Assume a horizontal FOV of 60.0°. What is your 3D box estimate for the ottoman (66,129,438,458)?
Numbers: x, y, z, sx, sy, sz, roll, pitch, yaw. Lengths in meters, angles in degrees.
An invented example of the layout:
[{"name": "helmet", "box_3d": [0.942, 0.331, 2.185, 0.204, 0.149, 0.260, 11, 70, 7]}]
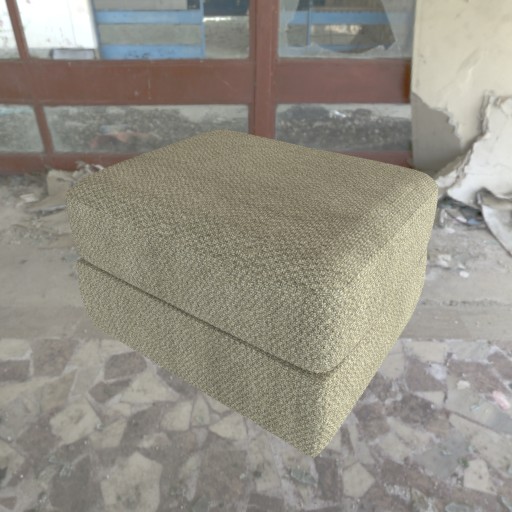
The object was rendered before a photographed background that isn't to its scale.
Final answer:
[{"name": "ottoman", "box_3d": [0.000, 0.000, 1.150, 0.751, 0.476, 0.603, 21, 37, 30]}]
